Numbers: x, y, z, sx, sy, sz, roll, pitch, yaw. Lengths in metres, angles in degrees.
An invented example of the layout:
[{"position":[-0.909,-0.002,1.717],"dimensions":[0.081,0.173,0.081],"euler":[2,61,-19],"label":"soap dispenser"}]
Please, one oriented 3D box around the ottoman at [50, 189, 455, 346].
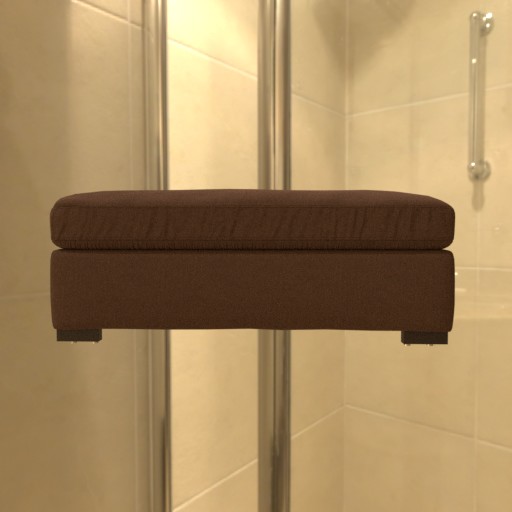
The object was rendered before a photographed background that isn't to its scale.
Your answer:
[{"position":[0.000,0.000,1.828],"dimensions":[1.181,0.470,1.181],"euler":[0,2,2],"label":"ottoman"}]
